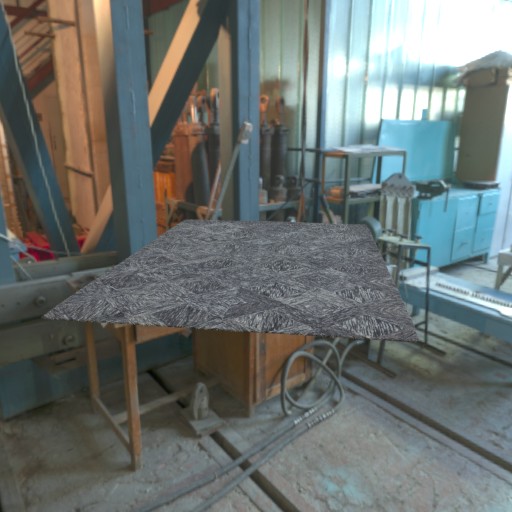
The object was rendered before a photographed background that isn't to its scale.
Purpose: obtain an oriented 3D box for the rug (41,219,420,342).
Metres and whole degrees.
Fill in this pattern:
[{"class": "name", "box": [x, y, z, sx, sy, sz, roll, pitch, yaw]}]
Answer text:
[{"class": "rug", "box": [0.000, 0.000, 5.333, 2.997, 0.020, 4.093, 2, 16, 8]}]
